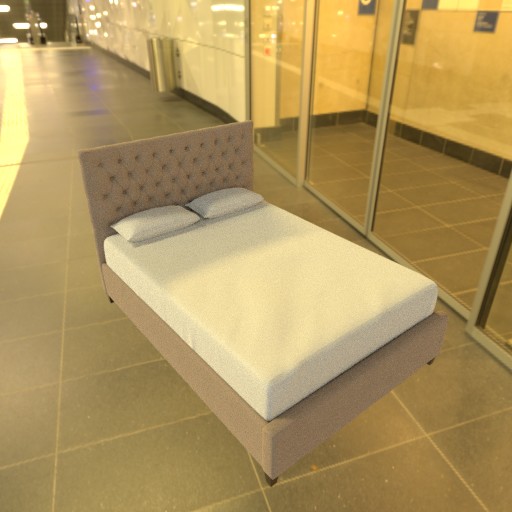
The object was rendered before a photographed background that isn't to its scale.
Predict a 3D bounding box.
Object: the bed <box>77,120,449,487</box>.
[{"bbox_3d":[0.000,0.000,3.403,1.698,1.427,2.387,-21,36,-33],"label":"bed"}]
